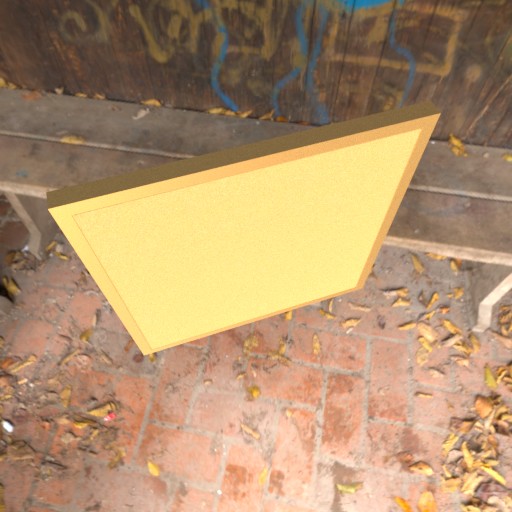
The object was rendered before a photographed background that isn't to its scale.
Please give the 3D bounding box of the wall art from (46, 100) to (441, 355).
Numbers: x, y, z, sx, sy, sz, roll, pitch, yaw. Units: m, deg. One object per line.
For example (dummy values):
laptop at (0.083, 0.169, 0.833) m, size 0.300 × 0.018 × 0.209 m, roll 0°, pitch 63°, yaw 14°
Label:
wall art at (0.000, 0.000, 2.920) m, size 1.926 × 1.926 × 0.099 m, roll -16°, pitch 60°, yaw -9°
